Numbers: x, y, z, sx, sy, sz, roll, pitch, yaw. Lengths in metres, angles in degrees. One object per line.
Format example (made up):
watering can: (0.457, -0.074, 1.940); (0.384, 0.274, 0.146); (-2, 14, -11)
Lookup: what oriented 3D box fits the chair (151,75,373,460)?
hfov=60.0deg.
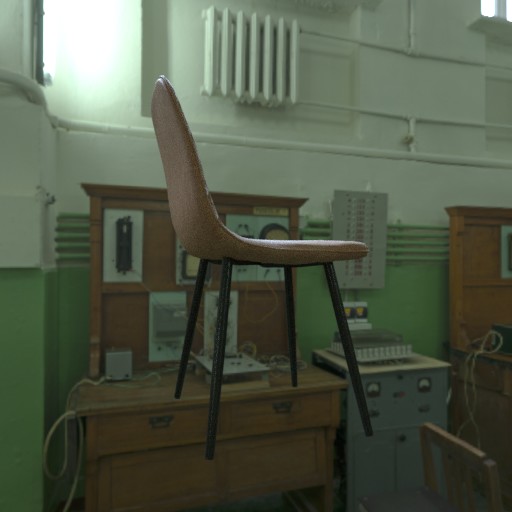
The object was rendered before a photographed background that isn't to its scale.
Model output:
chair: (0.000, 0.000, 1.238); (0.561, 0.889, 0.472); (0, -1, -19)
